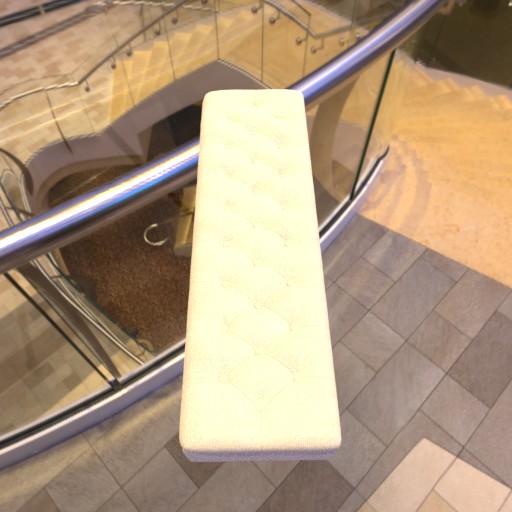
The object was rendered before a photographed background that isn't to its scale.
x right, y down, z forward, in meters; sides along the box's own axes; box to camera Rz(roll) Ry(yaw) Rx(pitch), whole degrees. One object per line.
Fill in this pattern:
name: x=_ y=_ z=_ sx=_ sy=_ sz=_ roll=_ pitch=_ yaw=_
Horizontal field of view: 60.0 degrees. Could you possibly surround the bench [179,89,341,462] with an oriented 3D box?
bench: x=0.000 y=0.000 z=1.751 sx=0.455 sy=0.467 sz=1.480 roll=-1 pitch=58 yaw=-1
